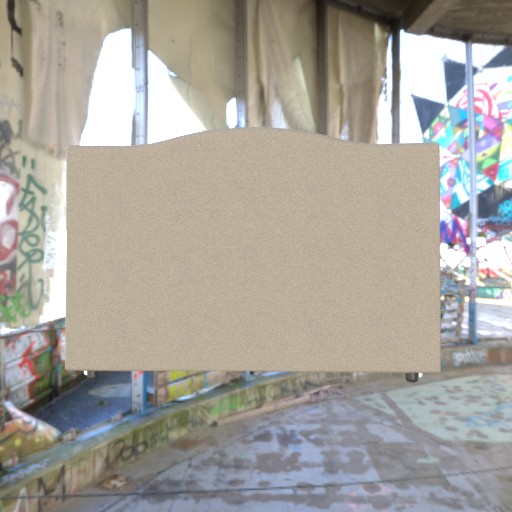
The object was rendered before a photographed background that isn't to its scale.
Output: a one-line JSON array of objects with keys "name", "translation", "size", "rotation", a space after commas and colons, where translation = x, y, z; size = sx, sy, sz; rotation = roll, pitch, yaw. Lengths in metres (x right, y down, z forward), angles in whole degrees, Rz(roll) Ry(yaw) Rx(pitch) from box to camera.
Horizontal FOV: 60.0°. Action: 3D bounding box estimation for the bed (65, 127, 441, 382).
[{"name": "bed", "translation": [0.000, 0.000, 3.528], "size": [2.083, 1.421, 2.182], "rotation": [0, -1, 2]}]
